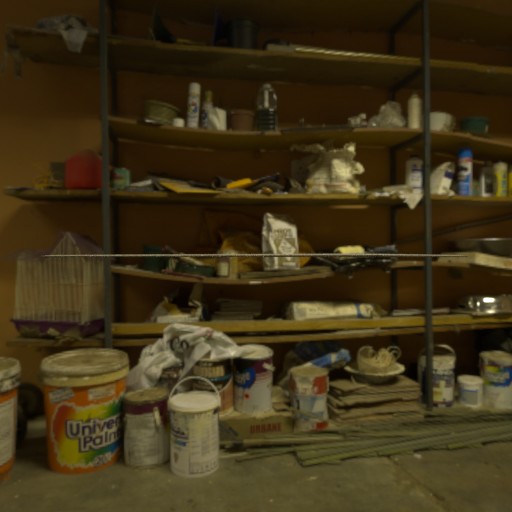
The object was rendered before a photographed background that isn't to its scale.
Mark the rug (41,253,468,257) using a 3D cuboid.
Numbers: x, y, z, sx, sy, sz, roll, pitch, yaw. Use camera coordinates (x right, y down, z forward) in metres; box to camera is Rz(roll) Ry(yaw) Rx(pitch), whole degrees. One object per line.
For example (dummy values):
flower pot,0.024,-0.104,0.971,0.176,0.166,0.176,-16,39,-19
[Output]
rug,0.000,0.000,2.830,2.214,0.013,1.609,0,0,35
